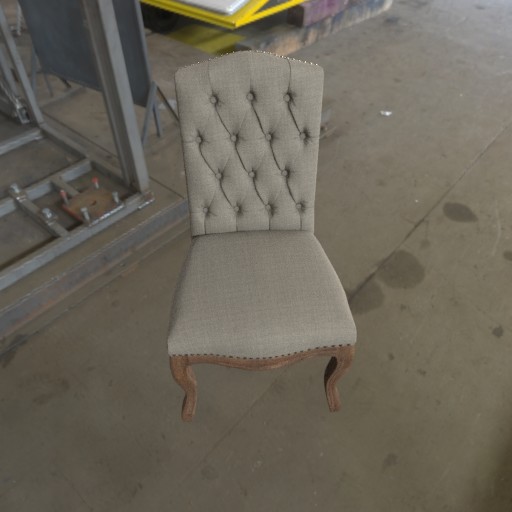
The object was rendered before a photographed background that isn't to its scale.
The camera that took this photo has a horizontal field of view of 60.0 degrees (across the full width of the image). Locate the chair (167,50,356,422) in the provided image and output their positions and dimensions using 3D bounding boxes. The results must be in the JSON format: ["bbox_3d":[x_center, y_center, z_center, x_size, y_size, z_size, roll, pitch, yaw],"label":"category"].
[{"bbox_3d":[0.000,0.000,1.606,0.637,1.191,0.731,-3,46,-3],"label":"chair"}]
